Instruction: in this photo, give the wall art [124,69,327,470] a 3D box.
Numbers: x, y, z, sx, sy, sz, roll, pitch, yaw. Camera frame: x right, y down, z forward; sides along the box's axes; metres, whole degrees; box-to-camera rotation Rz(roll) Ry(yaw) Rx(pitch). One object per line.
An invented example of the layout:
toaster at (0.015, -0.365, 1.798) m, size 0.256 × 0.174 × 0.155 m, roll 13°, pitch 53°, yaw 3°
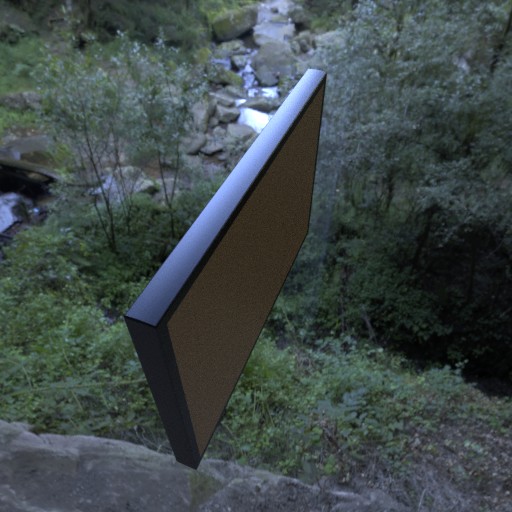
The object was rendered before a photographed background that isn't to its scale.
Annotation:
wall art at (0.000, 0.000, 0.775) m, size 0.038 × 0.409 × 0.610 m, roll 16°, pitch 49°, yaw 15°
